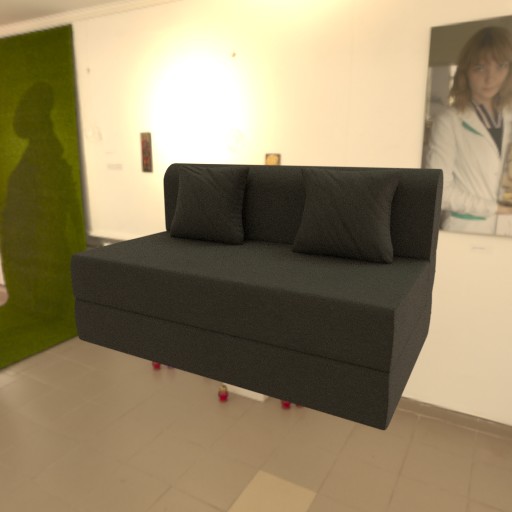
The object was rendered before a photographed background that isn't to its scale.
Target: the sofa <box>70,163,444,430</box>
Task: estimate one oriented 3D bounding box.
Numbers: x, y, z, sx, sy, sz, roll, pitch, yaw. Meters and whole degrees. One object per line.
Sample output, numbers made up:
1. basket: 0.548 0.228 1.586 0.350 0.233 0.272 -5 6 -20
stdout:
1. sofa: 0.000 0.000 1.720 1.225 0.670 0.762 8 16 28
